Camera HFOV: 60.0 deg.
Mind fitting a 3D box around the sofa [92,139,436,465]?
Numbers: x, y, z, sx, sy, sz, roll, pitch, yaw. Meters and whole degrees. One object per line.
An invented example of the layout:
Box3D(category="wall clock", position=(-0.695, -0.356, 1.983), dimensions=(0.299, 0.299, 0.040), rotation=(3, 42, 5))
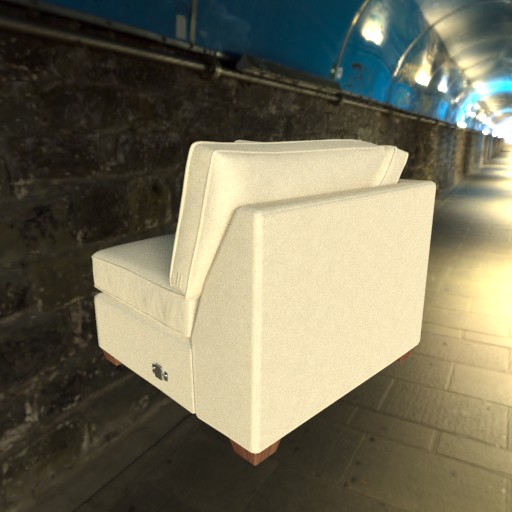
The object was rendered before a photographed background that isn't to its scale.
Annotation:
Box3D(category="sofa", position=(0.000, 0.000, 1.965), dimensions=(1.084, 1.002, 1.146), rotation=(14, 21, 43))
